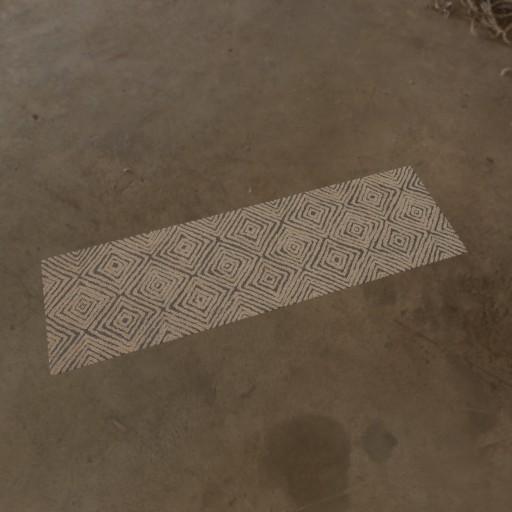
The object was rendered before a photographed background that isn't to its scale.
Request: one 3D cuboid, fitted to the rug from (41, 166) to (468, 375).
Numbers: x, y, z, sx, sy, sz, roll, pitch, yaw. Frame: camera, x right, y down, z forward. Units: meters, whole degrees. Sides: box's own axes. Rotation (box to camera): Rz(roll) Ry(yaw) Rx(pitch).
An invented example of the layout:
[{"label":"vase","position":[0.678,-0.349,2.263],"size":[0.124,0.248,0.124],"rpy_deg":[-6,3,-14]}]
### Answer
[{"label":"rug","position":[0.000,0.000,2.465],"size":[2.277,0.008,0.676],"rpy_deg":[-15,60,-9]}]
